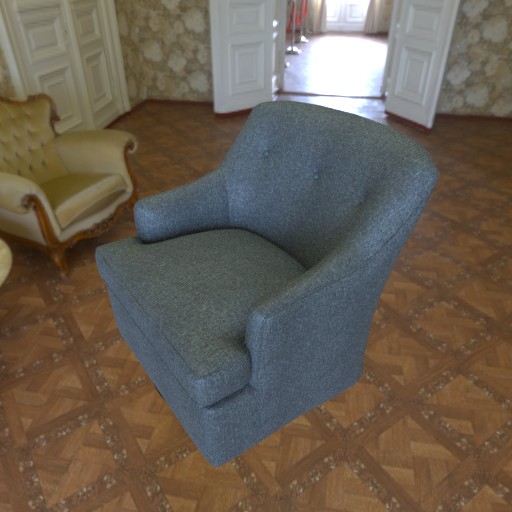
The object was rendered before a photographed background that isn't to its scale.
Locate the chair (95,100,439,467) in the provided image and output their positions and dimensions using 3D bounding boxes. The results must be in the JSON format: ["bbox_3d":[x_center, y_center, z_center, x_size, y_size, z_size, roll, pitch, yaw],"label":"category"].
[{"bbox_3d":[0.000,0.000,1.565,0.923,0.856,0.864,-22,39,-29],"label":"chair"}]
